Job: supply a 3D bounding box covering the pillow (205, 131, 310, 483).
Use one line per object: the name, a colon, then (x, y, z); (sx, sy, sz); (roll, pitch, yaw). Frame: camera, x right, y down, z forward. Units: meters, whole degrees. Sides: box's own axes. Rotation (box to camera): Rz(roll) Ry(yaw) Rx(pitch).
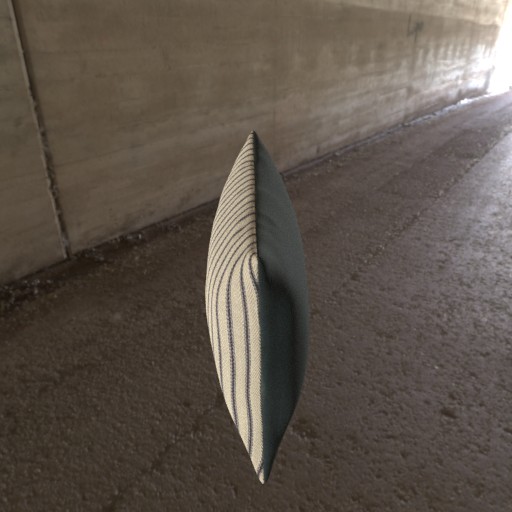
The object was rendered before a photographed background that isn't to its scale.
pillow: (0.000, 0.000, 0.724); (0.151, 0.305, 0.609); (0, 27, -1)
